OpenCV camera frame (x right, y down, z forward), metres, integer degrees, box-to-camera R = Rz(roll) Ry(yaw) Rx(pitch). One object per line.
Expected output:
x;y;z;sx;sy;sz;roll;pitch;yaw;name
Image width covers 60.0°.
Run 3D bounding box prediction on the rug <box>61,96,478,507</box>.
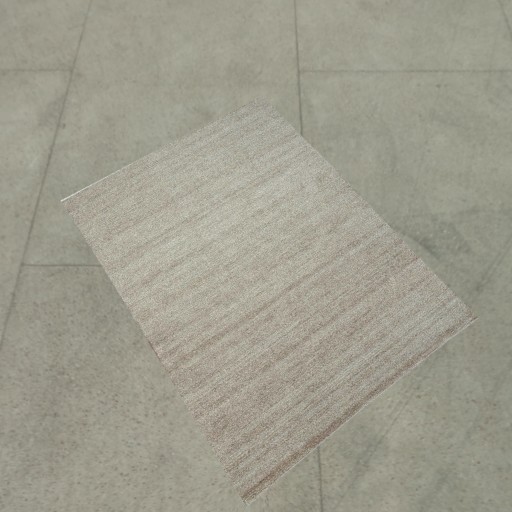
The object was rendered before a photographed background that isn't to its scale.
0.000;0.000;4.063;2.434;0.045;3.202;-32;68;-15;rug
